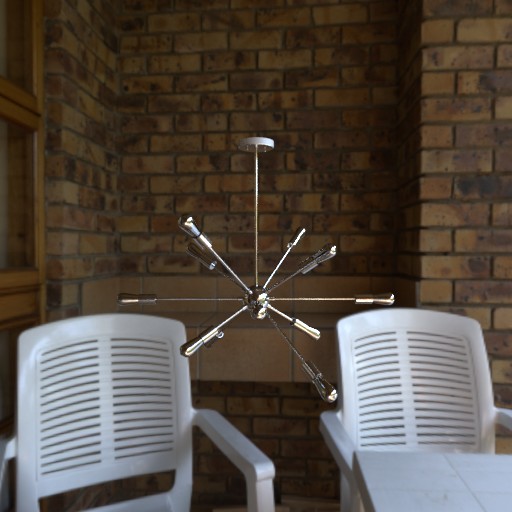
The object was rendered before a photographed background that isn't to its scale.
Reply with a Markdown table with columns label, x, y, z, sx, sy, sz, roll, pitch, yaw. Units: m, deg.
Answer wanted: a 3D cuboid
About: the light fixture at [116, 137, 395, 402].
| label | x | y | z | sx | sy | sz | roll | pitch | yaw |
| --- | --- | --- | --- | --- | --- | --- | --- | --- | --- |
| light fixture | 0.000 | 0.000 | 1.087 | 0.684 | 0.558 | 0.509 | 0 | 1 | -1 |
